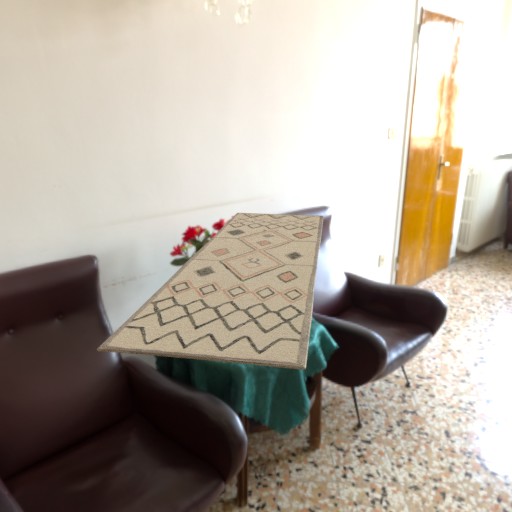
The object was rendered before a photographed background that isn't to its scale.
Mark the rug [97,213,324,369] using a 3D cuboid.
[{"bbox_3d":[0.000,0.000,2.678,0.750,0.011,2.435,3,18,9],"label":"rug"}]
